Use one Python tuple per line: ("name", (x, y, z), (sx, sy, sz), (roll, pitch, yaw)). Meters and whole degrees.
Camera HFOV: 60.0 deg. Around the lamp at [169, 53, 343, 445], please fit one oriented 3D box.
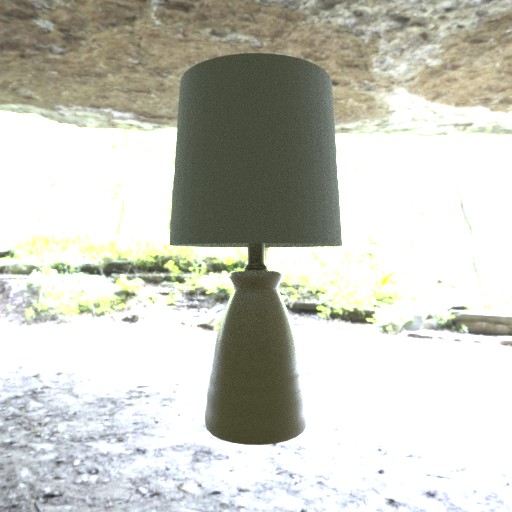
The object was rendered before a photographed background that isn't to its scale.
("lamp", (0.000, 0.000, 0.485), (0.186, 0.369, 0.186), (0, 0, 0))
